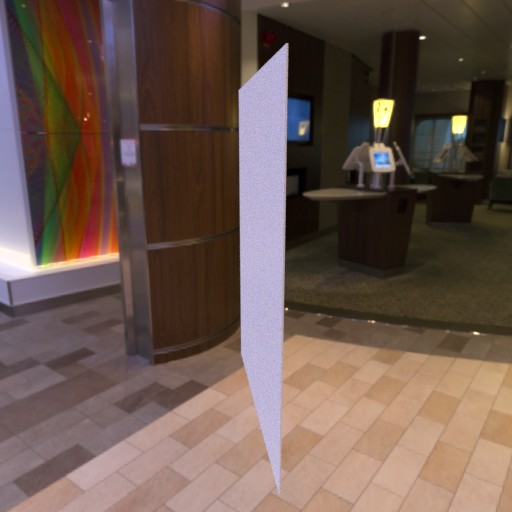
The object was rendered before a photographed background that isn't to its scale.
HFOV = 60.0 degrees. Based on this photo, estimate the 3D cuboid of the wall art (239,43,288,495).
[{"bbox_3d":[0.000,0.000,0.794,0.003,0.610,0.457,-2,14,-9],"label":"wall art"}]
